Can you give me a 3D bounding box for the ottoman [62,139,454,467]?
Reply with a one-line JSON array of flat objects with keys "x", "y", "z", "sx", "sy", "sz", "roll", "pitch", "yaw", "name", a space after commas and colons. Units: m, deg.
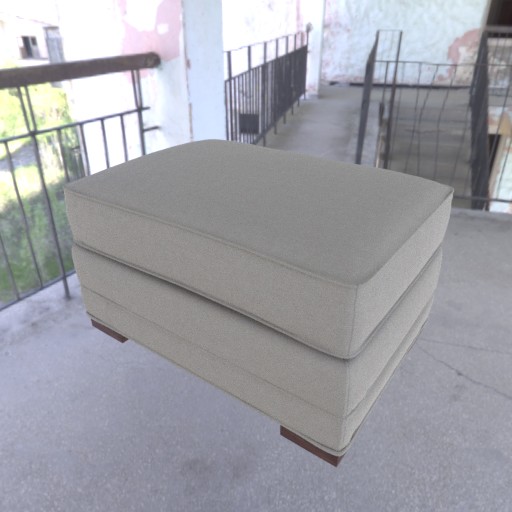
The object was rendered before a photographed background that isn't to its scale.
[{"x": 0.000, "y": 0.000, "z": 1.200, "sx": 0.848, "sy": 0.482, "sz": 0.611, "roll": 19, "pitch": 34, "yaw": 31, "name": "ottoman"}]
